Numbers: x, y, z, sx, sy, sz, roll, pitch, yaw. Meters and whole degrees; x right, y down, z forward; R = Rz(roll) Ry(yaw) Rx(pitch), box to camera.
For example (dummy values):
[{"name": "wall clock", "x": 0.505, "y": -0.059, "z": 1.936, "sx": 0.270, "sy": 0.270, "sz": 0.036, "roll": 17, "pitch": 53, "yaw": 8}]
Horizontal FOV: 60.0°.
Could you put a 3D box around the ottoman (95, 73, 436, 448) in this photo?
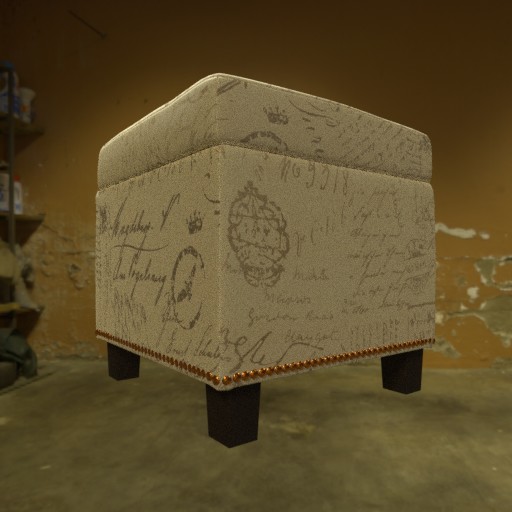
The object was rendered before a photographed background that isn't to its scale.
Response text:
[{"name": "ottoman", "x": 0.000, "y": 0.000, "z": 0.800, "sx": 0.449, "sy": 0.457, "sz": 0.450, "roll": 1, "pitch": -1, "yaw": -37}]
